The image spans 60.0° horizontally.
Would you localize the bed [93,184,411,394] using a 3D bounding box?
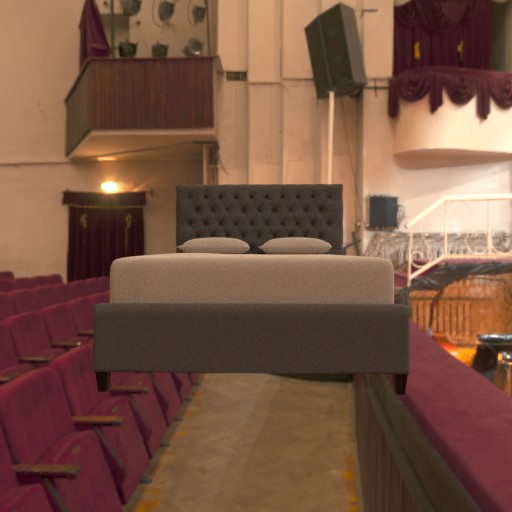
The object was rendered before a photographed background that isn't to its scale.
[{"bbox_3d":[0.000,0.000,3.416,1.698,1.427,2.231,0,1,2],"label":"bed"}]
